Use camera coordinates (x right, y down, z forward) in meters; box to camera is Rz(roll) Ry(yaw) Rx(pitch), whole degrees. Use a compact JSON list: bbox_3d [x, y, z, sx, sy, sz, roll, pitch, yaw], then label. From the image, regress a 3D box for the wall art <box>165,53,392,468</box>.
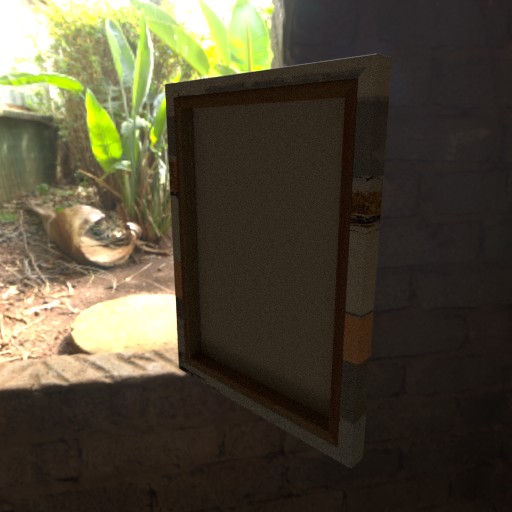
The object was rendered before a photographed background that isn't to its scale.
[{"bbox_3d":[0.000,0.000,0.791,0.456,0.609,0.038,14,20,42],"label":"wall art"}]
